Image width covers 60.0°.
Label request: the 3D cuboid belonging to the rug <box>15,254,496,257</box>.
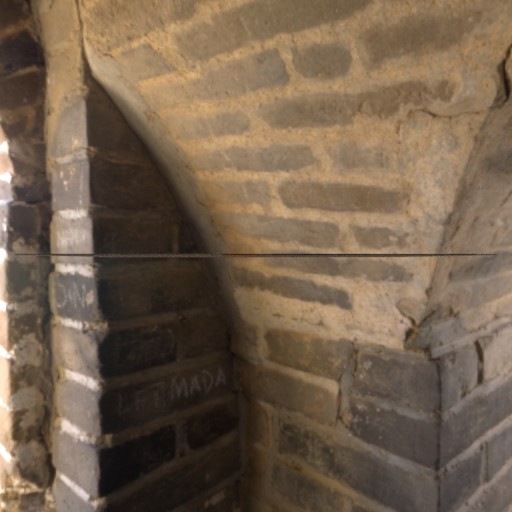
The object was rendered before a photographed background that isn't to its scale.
[{"bbox_3d":[0.000,0.000,2.279,1.828,0.005,1.220,0,-1,-1],"label":"rug"}]
